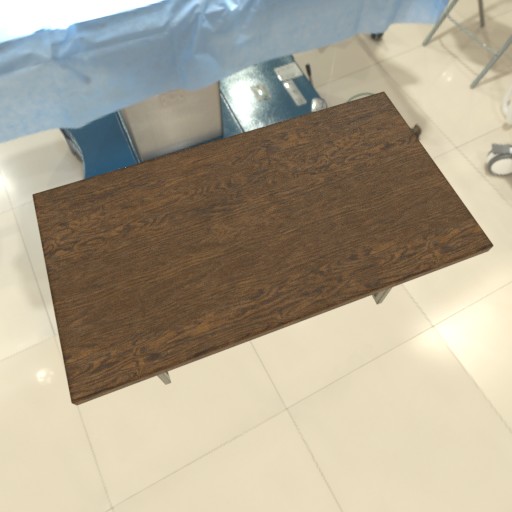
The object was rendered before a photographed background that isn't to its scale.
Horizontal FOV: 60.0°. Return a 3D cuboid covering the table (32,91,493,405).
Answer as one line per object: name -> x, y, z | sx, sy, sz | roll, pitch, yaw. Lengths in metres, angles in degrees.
table -> 0.000, 0.000, 2.505 | 1.989, 0.795, 1.078 | -19, 65, -9
